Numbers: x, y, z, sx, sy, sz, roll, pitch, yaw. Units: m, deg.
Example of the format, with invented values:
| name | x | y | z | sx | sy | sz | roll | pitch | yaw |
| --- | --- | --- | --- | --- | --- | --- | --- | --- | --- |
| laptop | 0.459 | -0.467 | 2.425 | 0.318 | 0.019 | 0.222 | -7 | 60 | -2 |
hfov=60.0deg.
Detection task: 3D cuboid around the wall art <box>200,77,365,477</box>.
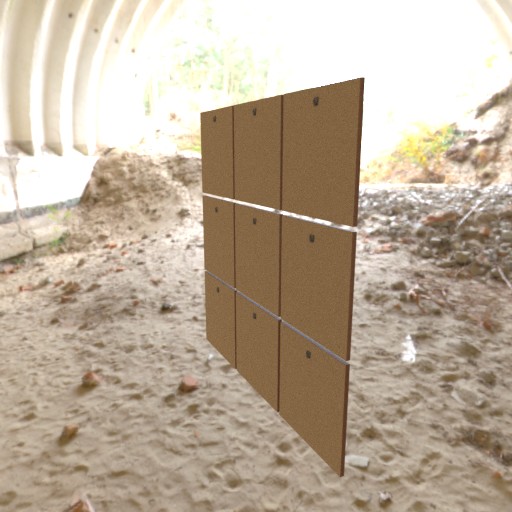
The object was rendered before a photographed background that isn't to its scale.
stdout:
| name | x | y | z | sx | sy | sz | roll | pitch | yaw |
| --- | --- | --- | --- | --- | --- | --- | --- | --- | --- |
| wall art | 0.000 | 0.000 | 1.829 | 0.024 | 1.218 | 1.221 | -7 | 15 | -26 |
